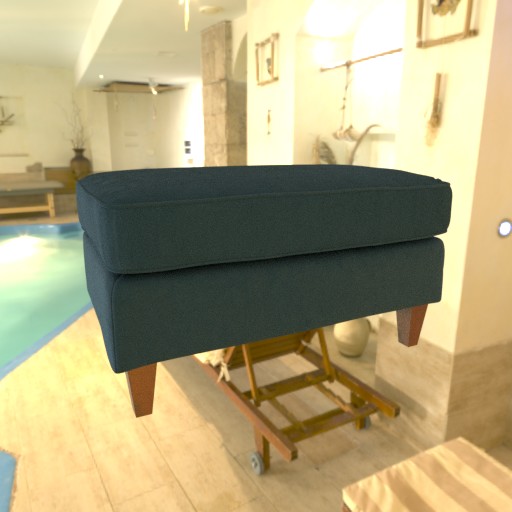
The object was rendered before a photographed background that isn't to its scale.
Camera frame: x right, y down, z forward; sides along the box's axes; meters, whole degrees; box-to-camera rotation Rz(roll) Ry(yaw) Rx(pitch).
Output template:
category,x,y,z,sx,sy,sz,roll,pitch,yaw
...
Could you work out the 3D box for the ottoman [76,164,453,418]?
category,x,y,z,sx,sy,sz,roll,pitch,yaw
ottoman,0.000,0.000,1.218,0.862,0.484,0.583,-7,16,-25
